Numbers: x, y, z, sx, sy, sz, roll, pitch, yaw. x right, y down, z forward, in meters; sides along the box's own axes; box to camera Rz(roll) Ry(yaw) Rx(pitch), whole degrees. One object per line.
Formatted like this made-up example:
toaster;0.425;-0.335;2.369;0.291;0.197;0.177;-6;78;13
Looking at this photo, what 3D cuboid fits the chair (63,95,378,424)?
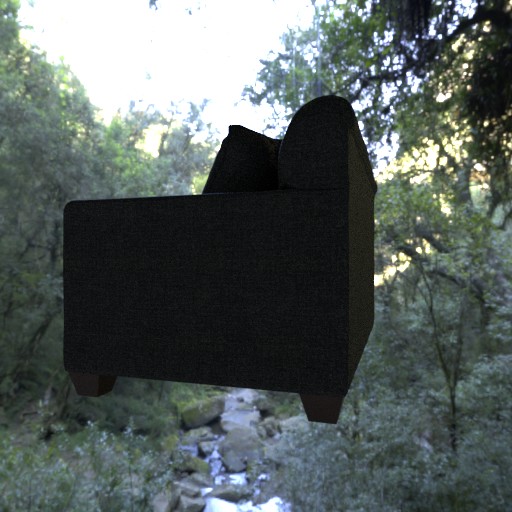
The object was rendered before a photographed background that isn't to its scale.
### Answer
chair;0.000;0.000;1.988;1.000;0.948;1.383;0;0;18
